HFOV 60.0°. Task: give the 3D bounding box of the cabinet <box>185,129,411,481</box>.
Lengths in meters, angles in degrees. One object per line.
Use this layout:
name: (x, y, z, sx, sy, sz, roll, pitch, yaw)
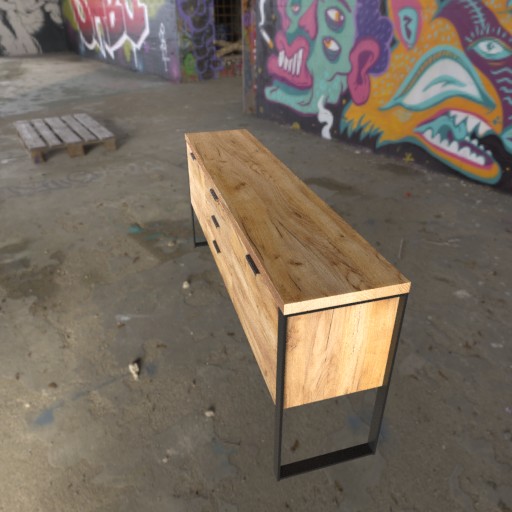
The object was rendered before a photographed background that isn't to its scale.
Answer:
cabinet: (0.000, 0.000, 2.151, 0.395, 0.762, 1.800, -8, 31, -14)
